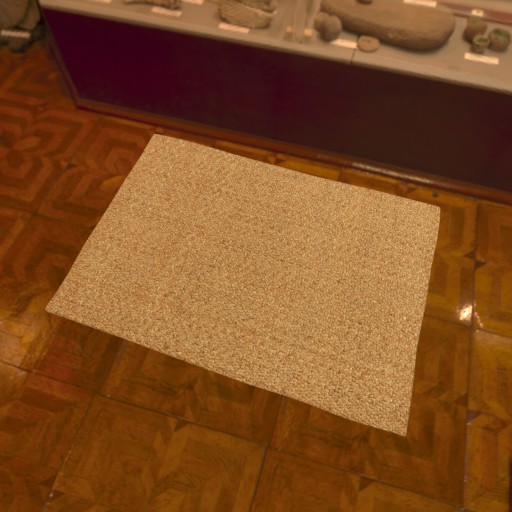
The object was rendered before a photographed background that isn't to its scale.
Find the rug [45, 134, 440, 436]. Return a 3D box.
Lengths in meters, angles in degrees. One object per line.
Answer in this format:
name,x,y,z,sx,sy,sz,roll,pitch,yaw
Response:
rug,0.000,0.000,2.800,2.141,0.013,1.566,16,61,9
